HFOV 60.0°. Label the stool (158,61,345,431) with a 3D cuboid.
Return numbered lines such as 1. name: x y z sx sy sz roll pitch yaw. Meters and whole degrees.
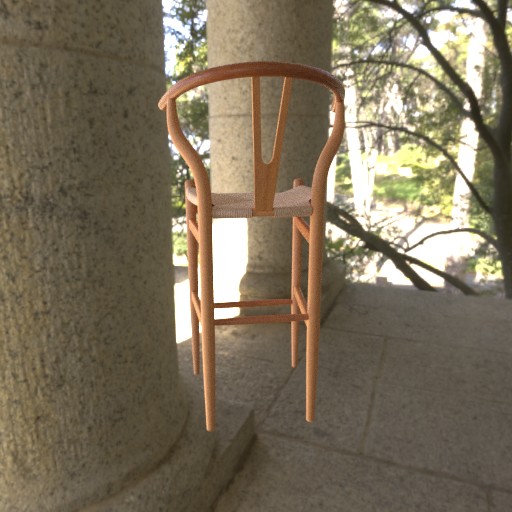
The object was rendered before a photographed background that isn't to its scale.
1. stool: 0.000 0.000 1.421 0.574 1.068 0.561 -2 14 -9
